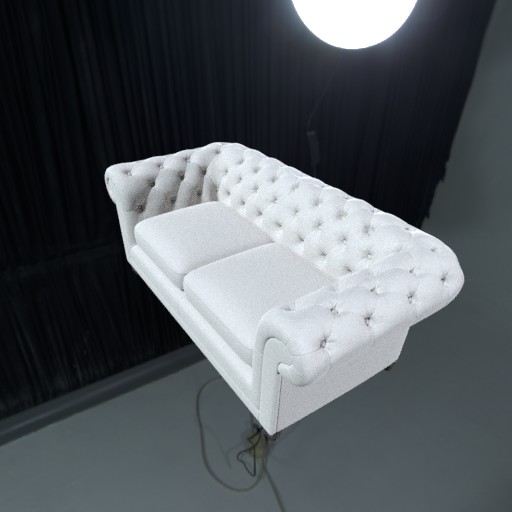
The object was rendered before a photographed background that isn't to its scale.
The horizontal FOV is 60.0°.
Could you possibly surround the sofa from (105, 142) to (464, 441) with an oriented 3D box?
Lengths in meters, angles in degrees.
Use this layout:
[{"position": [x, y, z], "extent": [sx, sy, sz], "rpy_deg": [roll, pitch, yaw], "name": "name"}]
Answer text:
[{"position": [0.000, 0.000, 2.471], "extent": [0.986, 0.764, 1.998], "rpy_deg": [-20, 37, -29], "name": "sofa"}]
